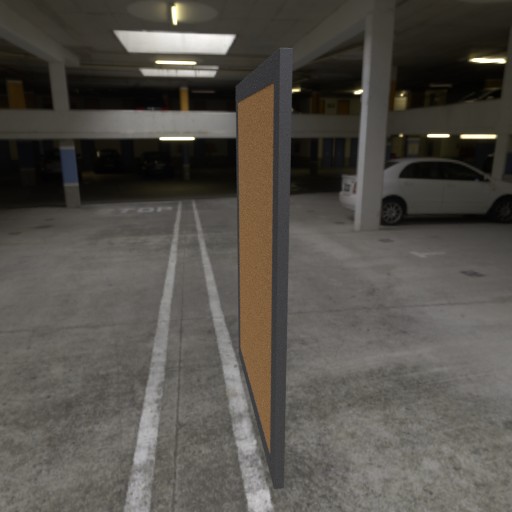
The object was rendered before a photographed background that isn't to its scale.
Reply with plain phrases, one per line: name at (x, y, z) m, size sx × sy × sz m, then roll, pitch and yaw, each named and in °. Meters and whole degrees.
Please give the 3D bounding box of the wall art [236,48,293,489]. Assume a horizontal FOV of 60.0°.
wall art at (0.000, 0.000, 0.693) m, size 0.013 × 0.534 × 0.380 m, roll -2°, pitch 16°, yaw -9°
